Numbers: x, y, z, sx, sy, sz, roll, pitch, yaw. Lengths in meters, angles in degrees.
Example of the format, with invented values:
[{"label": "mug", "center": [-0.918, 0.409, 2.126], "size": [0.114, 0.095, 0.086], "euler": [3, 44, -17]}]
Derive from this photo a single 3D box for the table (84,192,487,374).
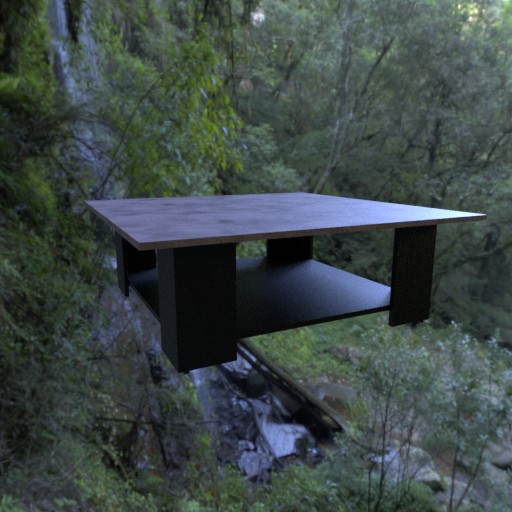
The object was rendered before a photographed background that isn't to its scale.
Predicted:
[{"label": "table", "center": [0.000, 0.000, 1.372], "size": [0.890, 0.305, 0.890], "euler": [-6, 14, -26]}]
